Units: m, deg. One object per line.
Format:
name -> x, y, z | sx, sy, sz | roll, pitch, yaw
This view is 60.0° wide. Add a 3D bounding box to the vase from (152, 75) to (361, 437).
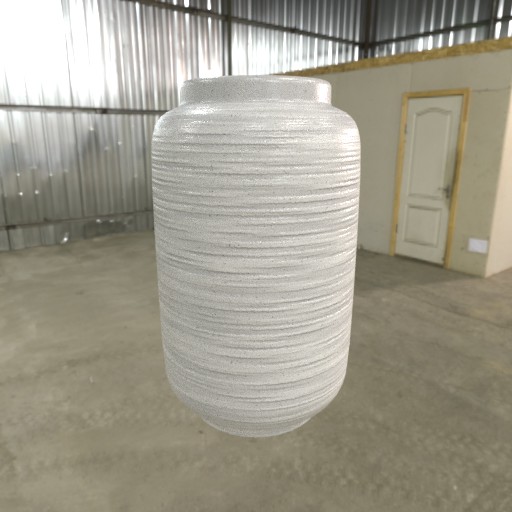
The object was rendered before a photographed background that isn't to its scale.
vase -> 0.000, 0.000, 0.460 | 0.202, 0.335, 0.202 | 0, 16, 0
